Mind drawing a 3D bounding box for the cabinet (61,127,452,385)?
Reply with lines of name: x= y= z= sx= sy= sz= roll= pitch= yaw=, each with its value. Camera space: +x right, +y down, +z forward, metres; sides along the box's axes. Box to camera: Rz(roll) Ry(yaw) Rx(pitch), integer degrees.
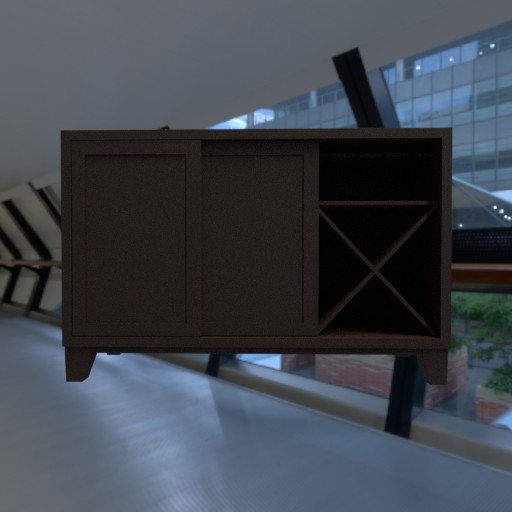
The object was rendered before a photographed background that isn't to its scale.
cabinet: x=0.000 y=0.000 z=1.827 sx=1.396 sy=0.914 sz=0.482 roll=0 pitch=1 yaw=1
